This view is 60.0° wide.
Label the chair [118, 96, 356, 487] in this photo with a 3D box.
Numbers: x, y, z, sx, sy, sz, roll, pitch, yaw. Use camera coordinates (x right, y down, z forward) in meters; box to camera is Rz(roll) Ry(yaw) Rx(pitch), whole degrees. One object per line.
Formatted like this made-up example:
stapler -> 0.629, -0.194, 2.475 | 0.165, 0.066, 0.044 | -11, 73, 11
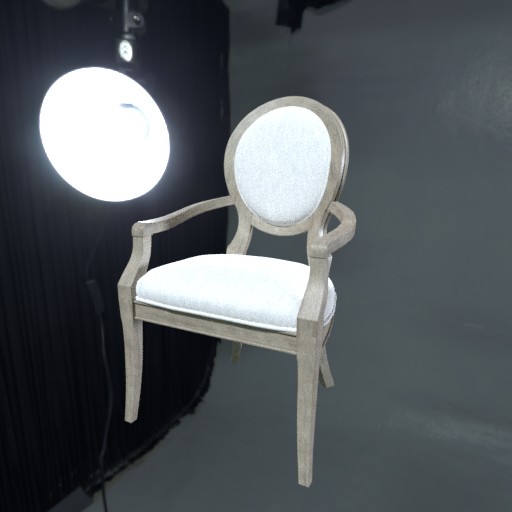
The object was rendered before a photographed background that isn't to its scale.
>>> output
chair -> 0.000, 0.000, 1.383 | 0.611, 0.991, 0.602 | 7, 16, 26
